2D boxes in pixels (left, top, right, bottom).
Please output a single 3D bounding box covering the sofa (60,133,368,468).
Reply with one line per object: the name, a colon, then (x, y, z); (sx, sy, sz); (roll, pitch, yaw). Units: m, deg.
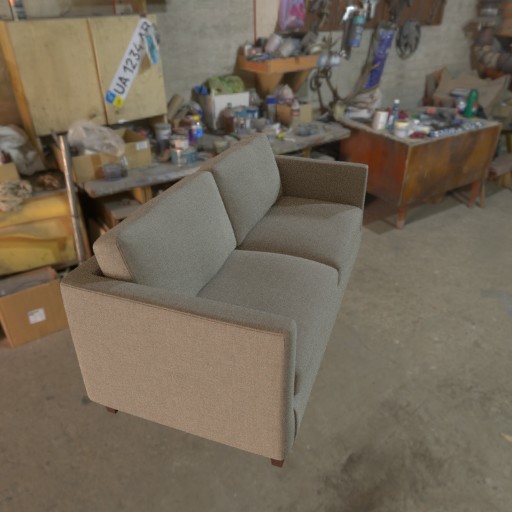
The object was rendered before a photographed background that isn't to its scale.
sofa: (0.000, 0.000, 2.428); (0.951, 0.947, 1.884); (10, 31, 17)
